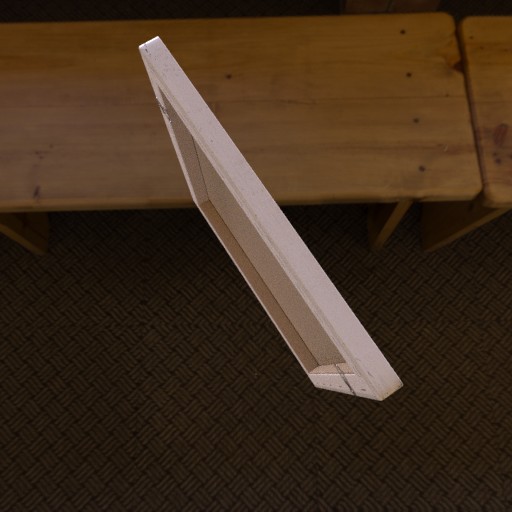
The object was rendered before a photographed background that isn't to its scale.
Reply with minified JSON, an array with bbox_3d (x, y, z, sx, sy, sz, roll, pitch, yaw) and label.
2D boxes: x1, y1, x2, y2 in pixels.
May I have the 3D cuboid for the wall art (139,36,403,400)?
[{"bbox_3d":[0.000,0.000,0.900,0.040,0.611,0.610,-32,77,-8],"label":"wall art"}]
